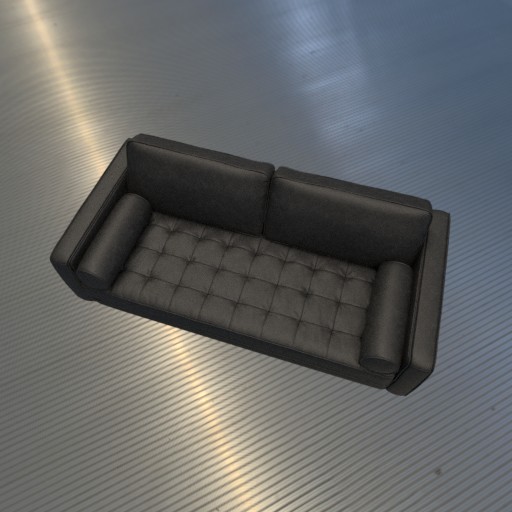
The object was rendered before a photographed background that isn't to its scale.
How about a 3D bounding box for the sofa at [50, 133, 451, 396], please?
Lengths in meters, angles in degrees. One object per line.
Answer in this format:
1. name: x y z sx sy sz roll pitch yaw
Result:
1. sofa: 0.000 0.000 2.382 1.879 0.770 0.921 15 59 9
